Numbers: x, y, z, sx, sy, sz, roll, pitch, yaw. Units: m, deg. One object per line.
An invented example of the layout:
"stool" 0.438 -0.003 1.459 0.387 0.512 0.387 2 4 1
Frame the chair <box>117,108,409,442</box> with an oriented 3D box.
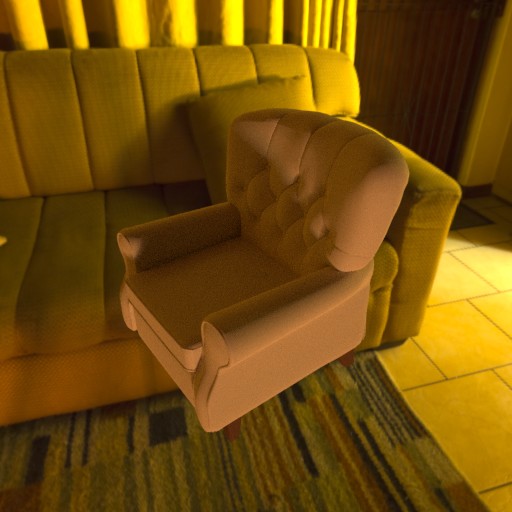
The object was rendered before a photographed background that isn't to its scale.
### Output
"chair" 0.000 0.000 2.111 1.132 1.169 1.035 -21 38 -30
